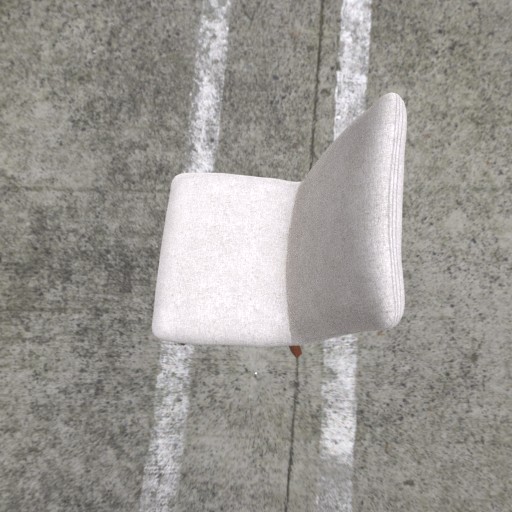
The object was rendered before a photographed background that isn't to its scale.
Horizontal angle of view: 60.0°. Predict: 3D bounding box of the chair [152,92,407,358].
[{"bbox_3d":[0.000,0.000,1.273,0.563,0.974,0.522,4,75,1],"label":"chair"}]
